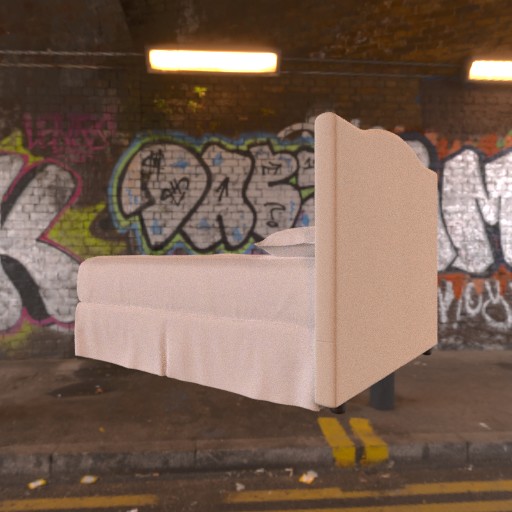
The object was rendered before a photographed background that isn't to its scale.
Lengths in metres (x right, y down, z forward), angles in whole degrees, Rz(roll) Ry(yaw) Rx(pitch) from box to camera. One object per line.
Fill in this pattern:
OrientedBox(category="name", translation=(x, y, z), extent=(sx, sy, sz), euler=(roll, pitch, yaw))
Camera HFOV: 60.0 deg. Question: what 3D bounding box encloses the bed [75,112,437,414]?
OrientedBox(category="bed", translation=(0.000, 0.000, 3.263), extent=(2.143, 1.460, 1.753), euler=(0, 0, 36))
